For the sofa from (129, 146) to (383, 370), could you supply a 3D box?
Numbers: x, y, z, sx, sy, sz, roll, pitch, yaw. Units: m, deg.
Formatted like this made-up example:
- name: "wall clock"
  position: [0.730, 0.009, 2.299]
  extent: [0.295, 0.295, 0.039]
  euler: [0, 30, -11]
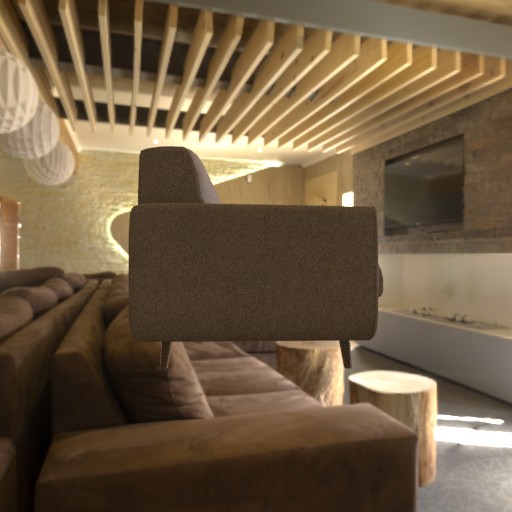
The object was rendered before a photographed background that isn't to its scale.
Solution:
- name: "sofa"
  position: [0.000, 0.000, 2.513]
  extent: [0.909, 0.841, 2.029]
  euler: [0, 0, -1]
